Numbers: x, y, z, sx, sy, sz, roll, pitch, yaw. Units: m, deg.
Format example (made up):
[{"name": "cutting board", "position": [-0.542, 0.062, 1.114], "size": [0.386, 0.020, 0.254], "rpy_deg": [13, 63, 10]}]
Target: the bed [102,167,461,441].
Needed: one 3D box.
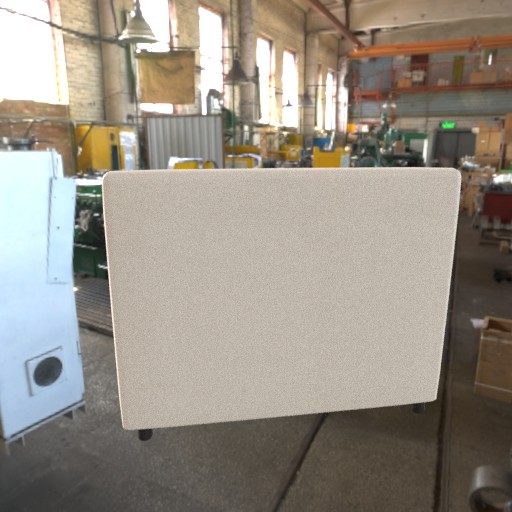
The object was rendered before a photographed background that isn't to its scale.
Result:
[{"name": "bed", "position": [0.000, 0.000, 3.130], "size": [1.713, 1.330, 2.142], "rpy_deg": [-2, 15, -9]}]
